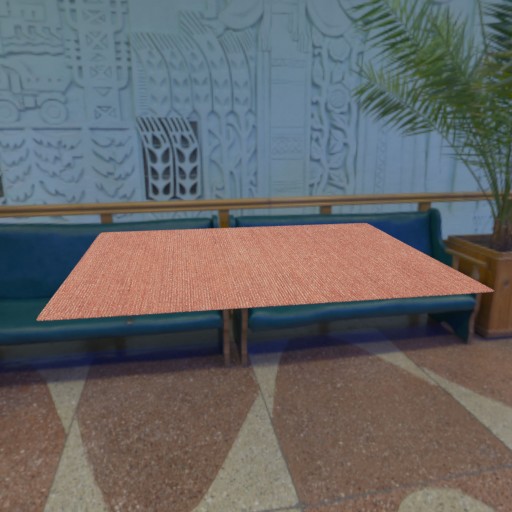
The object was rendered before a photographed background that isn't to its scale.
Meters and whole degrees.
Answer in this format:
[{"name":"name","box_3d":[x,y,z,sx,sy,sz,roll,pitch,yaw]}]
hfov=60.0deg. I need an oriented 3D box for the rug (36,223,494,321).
[{"name":"rug","box_3d":[0.000,0.000,2.744,2.112,0.009,1.594,-3,17,-9]}]
